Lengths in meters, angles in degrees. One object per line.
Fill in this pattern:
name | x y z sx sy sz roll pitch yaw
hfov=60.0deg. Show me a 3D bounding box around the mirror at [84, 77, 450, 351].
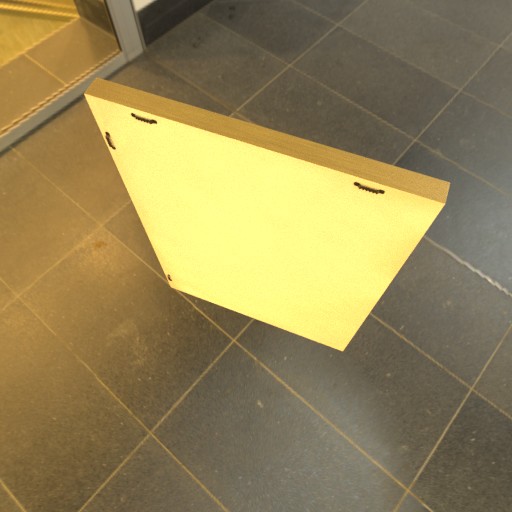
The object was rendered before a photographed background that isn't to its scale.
mirror | 0.000 0.000 0.905 0.507 0.710 0.040 19 65 9
